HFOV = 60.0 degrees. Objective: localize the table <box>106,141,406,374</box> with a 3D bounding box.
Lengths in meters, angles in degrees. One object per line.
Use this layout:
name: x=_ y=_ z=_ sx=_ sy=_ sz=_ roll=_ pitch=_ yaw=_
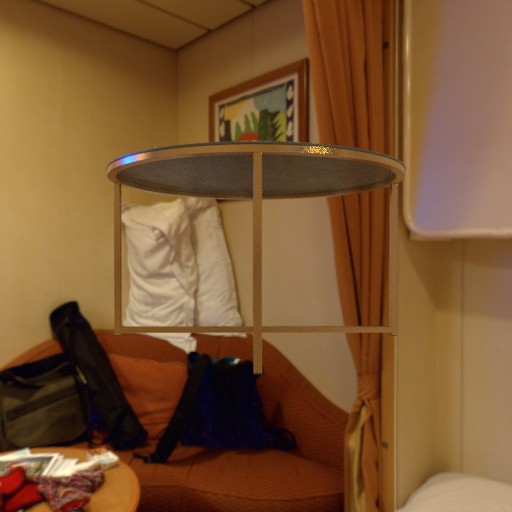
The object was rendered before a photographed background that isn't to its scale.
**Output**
table: x=0.000 y=0.000 z=1.253 sx=0.800 sy=0.450 sz=0.800 roll=0 pitch=1 yaw=0
